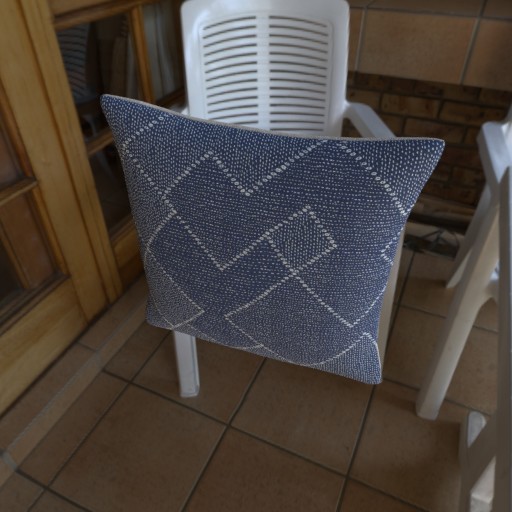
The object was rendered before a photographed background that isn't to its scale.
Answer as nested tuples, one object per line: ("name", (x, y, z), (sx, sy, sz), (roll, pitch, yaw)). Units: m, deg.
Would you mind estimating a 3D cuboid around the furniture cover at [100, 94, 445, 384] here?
("furniture cover", (0.000, 0.000, 0.772), (0.511, 0.503, 0.162), (12, 41, 14))
